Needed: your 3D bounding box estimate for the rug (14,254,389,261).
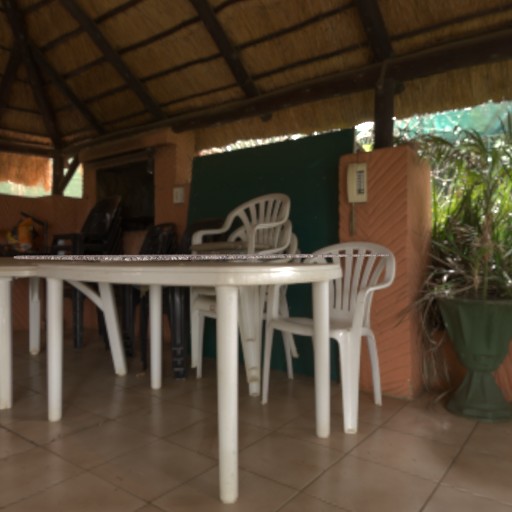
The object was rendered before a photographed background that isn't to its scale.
[{"bbox_3d":[0.000,0.000,2.473,0.719,0.013,2.305,0,1,36],"label":"rug"}]
